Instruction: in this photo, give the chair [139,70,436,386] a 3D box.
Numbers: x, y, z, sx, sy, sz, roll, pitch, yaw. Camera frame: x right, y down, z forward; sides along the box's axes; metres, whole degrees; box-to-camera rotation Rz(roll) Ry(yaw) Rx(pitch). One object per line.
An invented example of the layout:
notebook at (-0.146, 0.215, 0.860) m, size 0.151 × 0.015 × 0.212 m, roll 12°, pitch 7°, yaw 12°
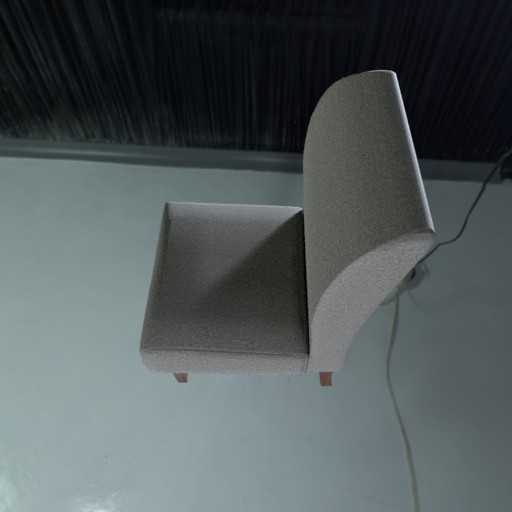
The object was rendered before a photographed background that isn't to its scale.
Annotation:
chair at (0.000, 0.000, 1.155) m, size 0.592 × 0.804 × 0.513 m, roll 0°, pitch 57°, yaw 0°
